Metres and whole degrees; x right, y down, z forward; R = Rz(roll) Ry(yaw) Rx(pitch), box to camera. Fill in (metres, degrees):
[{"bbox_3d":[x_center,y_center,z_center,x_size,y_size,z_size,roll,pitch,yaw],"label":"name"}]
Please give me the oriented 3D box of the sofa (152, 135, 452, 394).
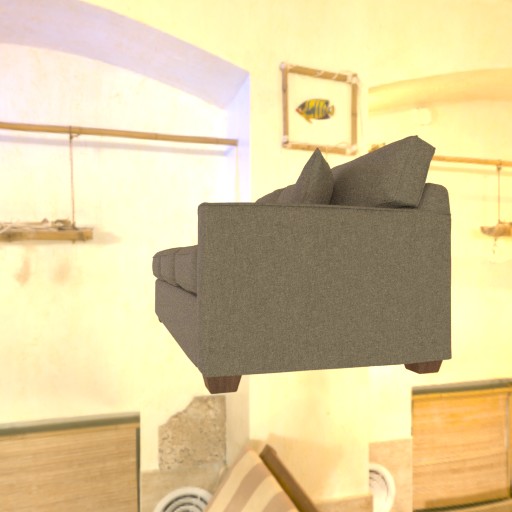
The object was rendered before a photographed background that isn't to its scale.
[{"bbox_3d":[0.000,0.000,2.524,1.034,0.946,1.963,0,-1,-18],"label":"sofa"}]
